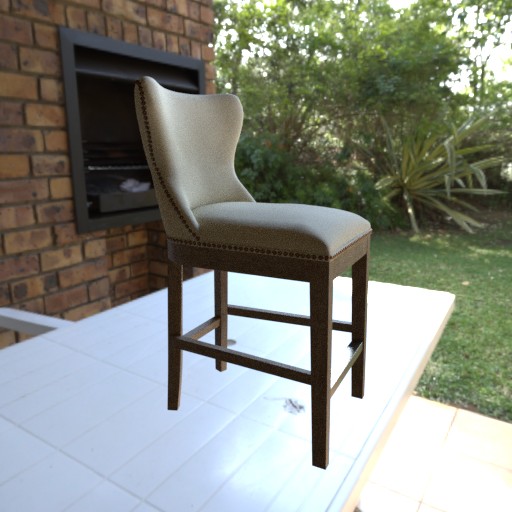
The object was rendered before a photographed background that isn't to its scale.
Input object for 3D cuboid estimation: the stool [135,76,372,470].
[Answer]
[{"bbox_3d":[0.000,0.000,1.328,0.608,0.981,0.498,7,15,27],"label":"stool"}]
